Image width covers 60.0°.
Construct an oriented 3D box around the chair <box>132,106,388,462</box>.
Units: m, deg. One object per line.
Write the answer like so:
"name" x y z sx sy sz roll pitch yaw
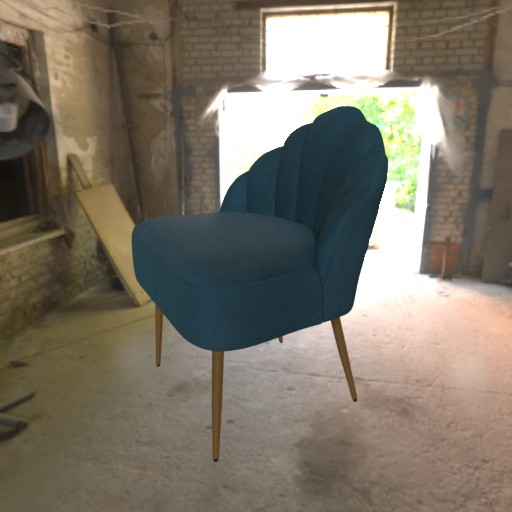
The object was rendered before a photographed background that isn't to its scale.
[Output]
"chair" 0.000 0.000 1.253 0.599 0.819 0.657 -8 17 -26
